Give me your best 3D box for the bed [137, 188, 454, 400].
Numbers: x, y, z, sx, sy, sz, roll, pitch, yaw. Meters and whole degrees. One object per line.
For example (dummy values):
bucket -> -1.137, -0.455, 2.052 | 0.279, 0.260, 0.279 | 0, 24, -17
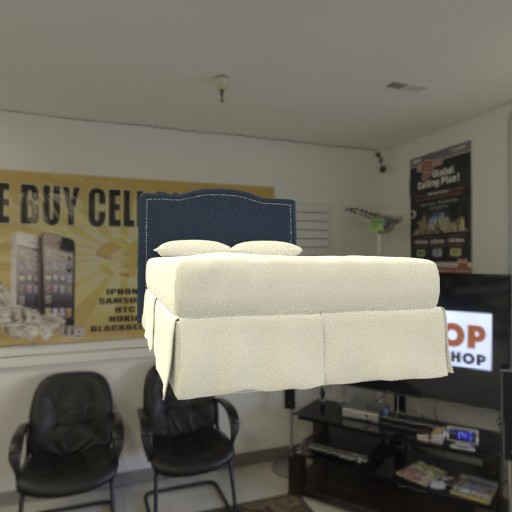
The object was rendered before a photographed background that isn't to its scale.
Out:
bed -> 0.000, 0.000, 3.556 | 1.741, 1.441, 2.507 | 0, 0, -17
